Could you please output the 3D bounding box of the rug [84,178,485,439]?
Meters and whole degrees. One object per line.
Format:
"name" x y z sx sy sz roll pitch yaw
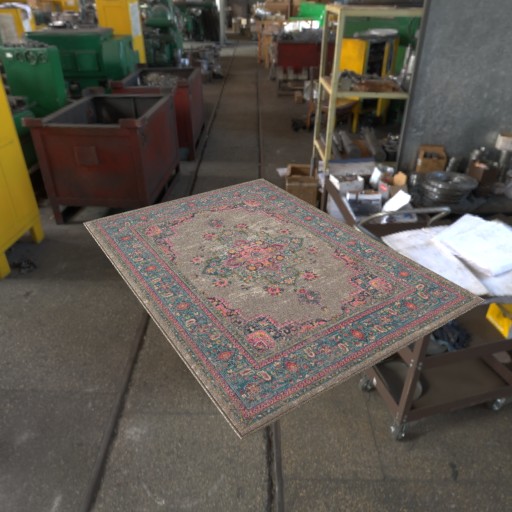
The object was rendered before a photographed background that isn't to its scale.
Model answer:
"rug" 0.000 0.000 2.878 1.609 0.013 2.214 -19 36 -28
